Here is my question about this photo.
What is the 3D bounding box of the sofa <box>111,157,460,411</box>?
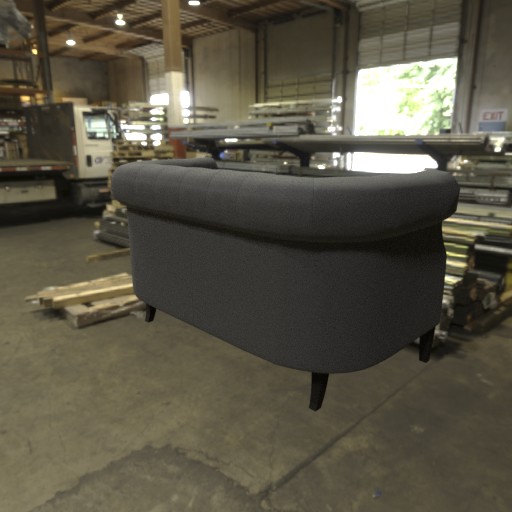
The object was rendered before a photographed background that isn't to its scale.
[{"bbox_3d":[0.000,0.000,2.029,1.558,0.827,0.835,15,21,43],"label":"sofa"}]
